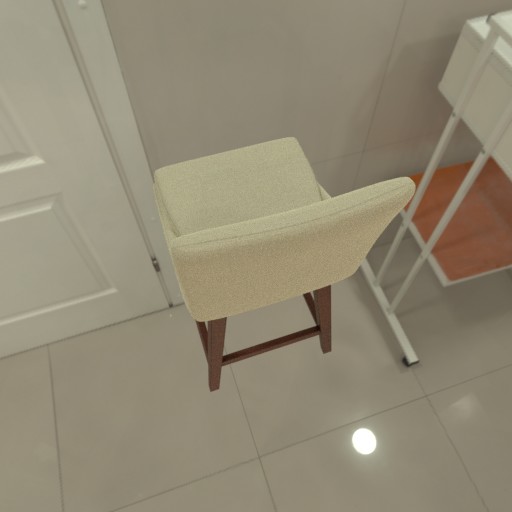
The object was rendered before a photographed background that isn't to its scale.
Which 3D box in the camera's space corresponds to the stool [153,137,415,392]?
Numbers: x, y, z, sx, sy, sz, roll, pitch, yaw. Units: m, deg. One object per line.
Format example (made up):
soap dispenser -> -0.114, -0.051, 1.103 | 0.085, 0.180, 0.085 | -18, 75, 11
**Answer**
stool -> 0.000, 0.000, 1.286 | 0.469, 0.991, 0.559 | -16, 59, -10
